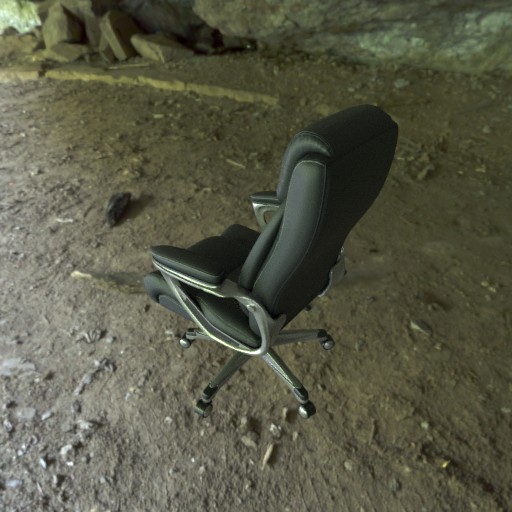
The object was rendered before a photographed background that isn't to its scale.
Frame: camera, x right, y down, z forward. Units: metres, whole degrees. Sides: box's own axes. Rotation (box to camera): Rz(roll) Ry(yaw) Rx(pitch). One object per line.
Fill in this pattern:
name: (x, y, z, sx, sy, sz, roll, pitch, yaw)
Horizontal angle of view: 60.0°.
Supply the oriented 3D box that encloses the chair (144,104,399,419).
chair: (0.000, 0.000, 1.715, 0.784, 1.167, 0.741, 21, 38, 31)
